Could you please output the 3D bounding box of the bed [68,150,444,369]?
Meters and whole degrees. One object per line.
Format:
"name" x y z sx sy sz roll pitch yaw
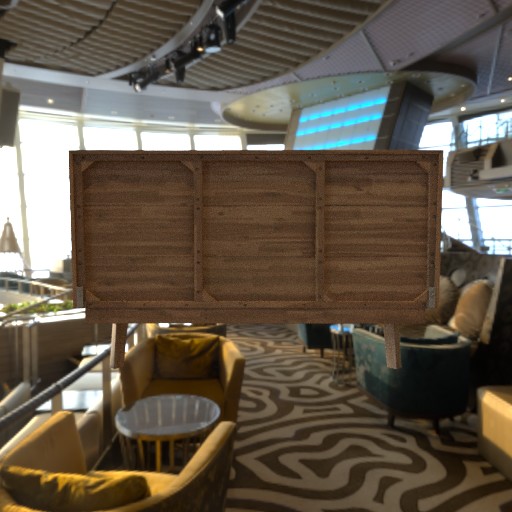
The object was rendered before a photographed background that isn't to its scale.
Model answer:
"bed" 0.000 0.000 3.153 1.759 1.071 2.145 0 2 0
